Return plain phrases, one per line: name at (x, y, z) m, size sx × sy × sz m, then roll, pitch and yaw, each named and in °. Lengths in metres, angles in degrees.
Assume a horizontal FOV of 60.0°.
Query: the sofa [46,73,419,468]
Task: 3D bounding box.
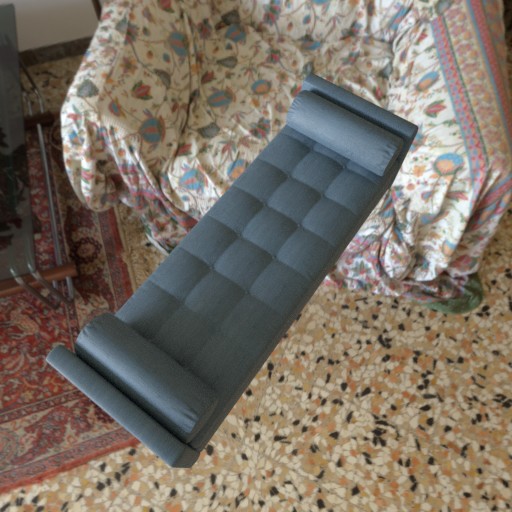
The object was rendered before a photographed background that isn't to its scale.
sofa at (0.000, 0.000, 2.309) m, size 0.686 × 0.635 × 1.981 m, roll 33°, pitch 69°, yaw 15°
